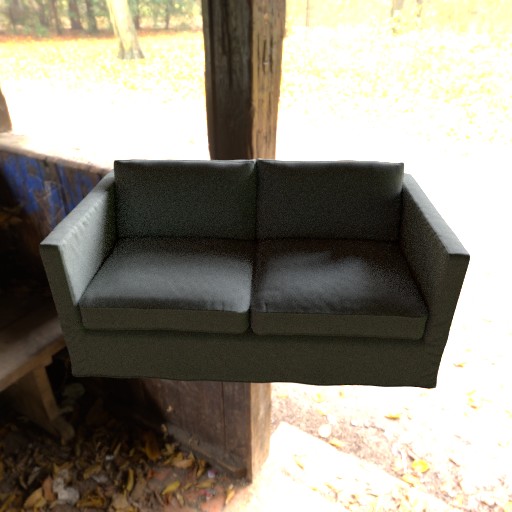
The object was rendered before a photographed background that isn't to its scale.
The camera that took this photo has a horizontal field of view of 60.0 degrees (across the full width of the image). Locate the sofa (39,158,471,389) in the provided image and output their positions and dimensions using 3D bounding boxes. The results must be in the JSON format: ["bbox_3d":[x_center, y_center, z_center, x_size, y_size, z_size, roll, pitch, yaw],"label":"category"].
[{"bbox_3d":[0.000,0.000,2.255,1.727,0.830,0.944,1,31,2],"label":"sofa"}]
